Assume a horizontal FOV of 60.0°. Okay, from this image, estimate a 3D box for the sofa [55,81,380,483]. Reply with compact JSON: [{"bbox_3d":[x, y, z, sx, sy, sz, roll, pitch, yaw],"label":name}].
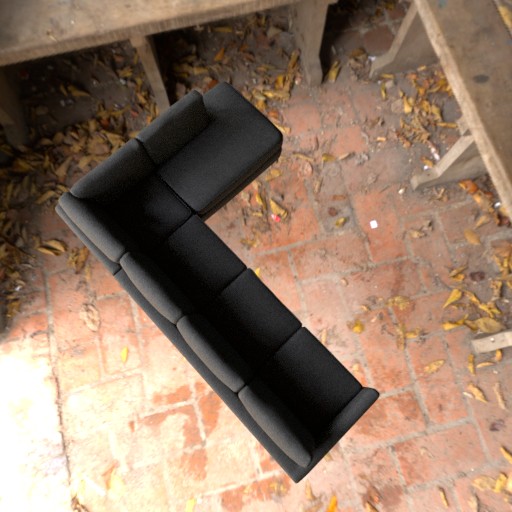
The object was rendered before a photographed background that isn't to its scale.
[{"bbox_3d":[0.000,0.000,3.807,1.984,0.858,2.972,-42,79,-11],"label":"sofa"}]
